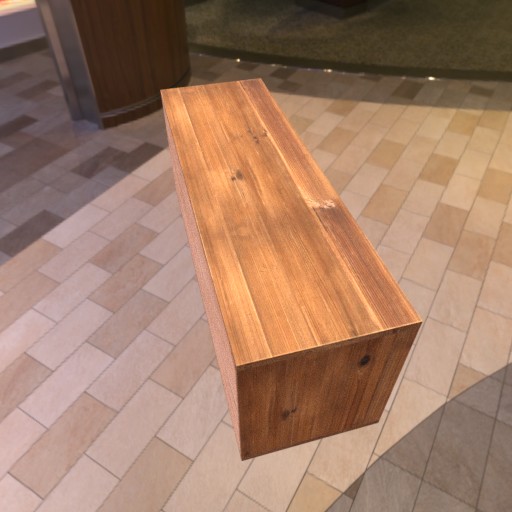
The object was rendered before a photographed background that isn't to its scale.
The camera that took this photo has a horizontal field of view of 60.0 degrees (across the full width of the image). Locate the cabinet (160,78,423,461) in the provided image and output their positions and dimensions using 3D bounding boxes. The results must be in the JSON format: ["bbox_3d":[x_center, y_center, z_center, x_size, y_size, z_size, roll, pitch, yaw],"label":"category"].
[{"bbox_3d":[0.000,0.000,1.756,0.472,0.800,1.400,-11,46,-11],"label":"cabinet"}]
